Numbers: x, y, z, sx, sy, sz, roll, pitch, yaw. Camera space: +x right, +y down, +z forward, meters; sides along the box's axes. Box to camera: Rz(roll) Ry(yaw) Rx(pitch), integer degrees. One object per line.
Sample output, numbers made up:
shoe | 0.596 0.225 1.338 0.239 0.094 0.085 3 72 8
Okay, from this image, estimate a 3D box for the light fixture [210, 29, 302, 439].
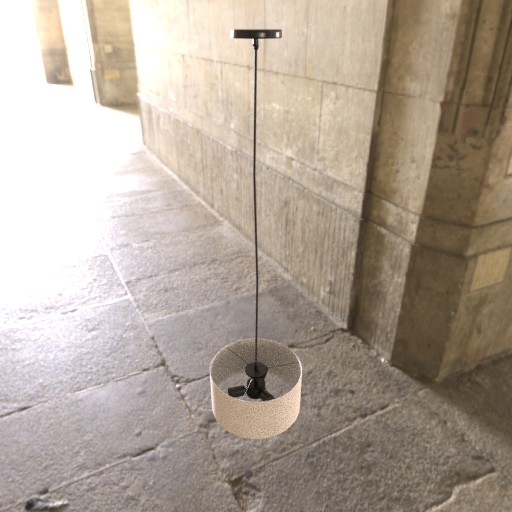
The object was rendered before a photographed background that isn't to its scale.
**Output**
light fixture | 0.000 0.000 1.665 0.399 1.516 0.399 0 28 0
